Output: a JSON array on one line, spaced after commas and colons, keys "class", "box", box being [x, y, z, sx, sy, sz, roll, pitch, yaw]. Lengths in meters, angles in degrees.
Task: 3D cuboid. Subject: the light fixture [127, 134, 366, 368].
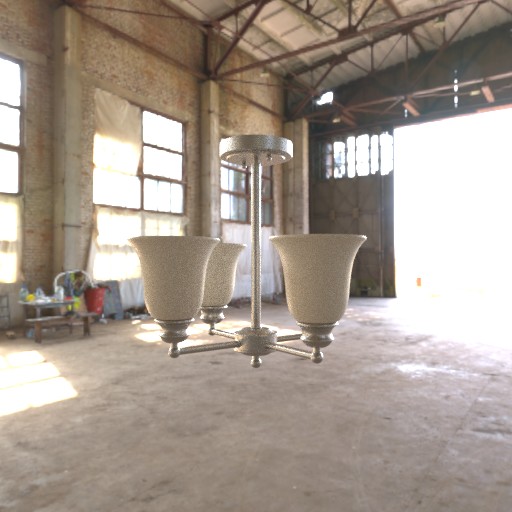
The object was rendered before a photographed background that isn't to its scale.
[{"class": "light fixture", "box": [0.000, 0.000, 0.735, 0.427, 0.370, 0.427, 1, -1, -35]}]
